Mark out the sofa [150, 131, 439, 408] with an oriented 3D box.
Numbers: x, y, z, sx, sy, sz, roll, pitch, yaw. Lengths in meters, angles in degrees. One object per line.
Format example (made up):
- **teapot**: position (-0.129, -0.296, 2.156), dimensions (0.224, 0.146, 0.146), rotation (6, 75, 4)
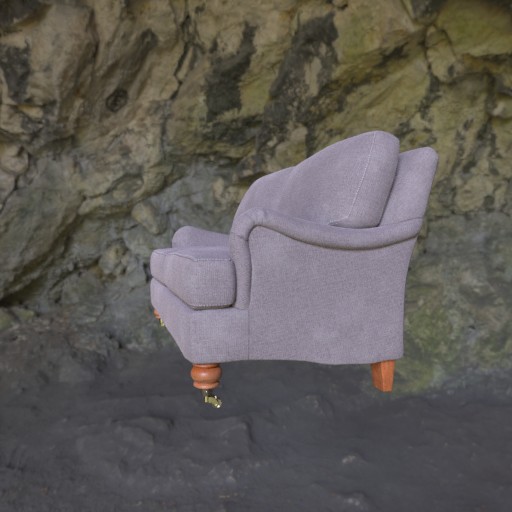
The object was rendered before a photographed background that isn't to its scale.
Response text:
- **sofa**: position (0.000, 0.000, 2.565), dimensions (1.084, 1.101, 1.853), rotation (0, 1, -18)
